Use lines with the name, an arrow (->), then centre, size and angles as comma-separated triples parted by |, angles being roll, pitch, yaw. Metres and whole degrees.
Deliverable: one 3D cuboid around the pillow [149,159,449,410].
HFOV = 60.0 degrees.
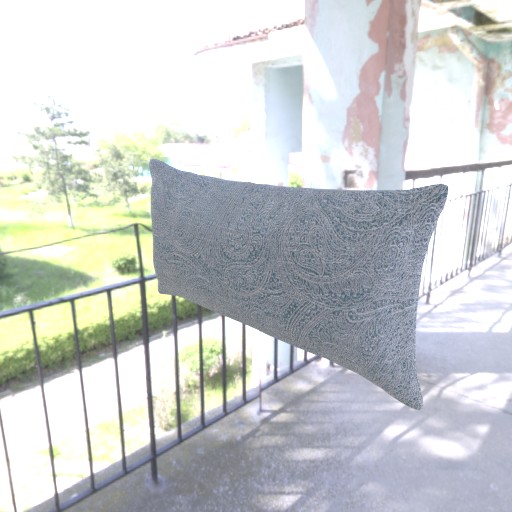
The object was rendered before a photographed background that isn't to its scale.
pillow -> 0.000, 0.000, 0.747 | 0.615, 0.295, 0.151 | 15, 22, 43
